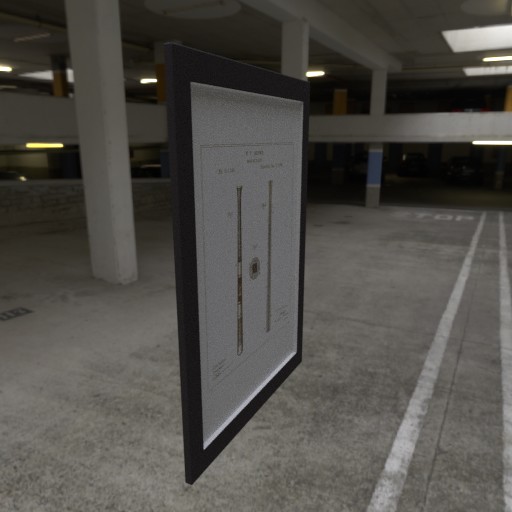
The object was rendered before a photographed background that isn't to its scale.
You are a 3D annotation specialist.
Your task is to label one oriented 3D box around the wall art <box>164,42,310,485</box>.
[{"bbox_3d":[0.000,0.000,0.670,0.012,0.529,0.374,8,17,27],"label":"wall art"}]
